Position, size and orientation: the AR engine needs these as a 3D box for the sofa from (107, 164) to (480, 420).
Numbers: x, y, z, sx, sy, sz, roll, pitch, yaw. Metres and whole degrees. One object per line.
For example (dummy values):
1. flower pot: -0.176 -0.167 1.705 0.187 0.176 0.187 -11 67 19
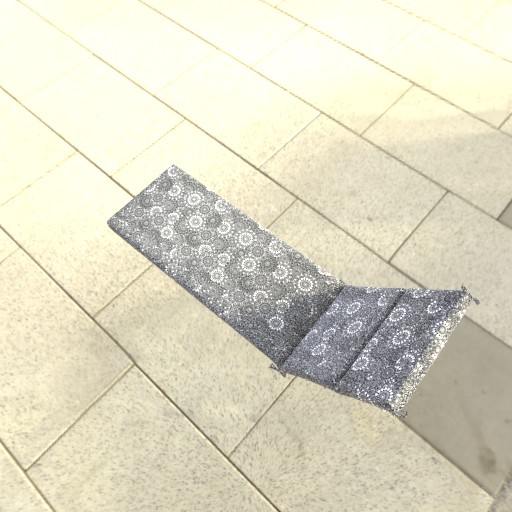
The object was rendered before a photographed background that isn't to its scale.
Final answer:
1. sofa: 0.000 0.000 1.985 1.663 0.622 0.582 36 68 17
